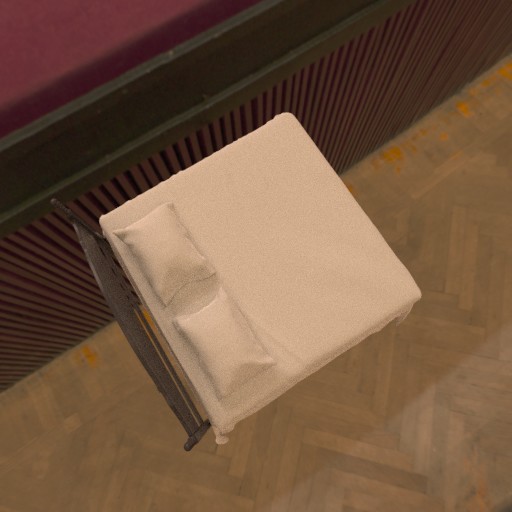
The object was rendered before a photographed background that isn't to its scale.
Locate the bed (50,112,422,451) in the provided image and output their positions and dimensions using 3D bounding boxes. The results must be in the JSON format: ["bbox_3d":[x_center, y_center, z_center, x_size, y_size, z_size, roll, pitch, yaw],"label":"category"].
[{"bbox_3d":[0.000,0.000,3.651,2.219,1.355,2.322,-31,78,-7],"label":"bed"}]
